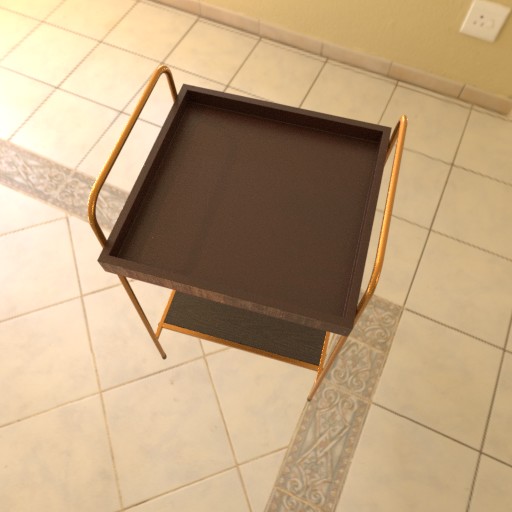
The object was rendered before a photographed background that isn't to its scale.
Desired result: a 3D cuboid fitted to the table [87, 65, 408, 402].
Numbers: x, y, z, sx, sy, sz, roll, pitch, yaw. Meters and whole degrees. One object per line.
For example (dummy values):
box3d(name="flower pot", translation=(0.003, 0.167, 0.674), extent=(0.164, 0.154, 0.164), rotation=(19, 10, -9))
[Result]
box3d(name="table", translation=(0.000, 0.000, 0.988), extent=(0.430, 0.710, 0.430), rotation=(14, 65, 7))
